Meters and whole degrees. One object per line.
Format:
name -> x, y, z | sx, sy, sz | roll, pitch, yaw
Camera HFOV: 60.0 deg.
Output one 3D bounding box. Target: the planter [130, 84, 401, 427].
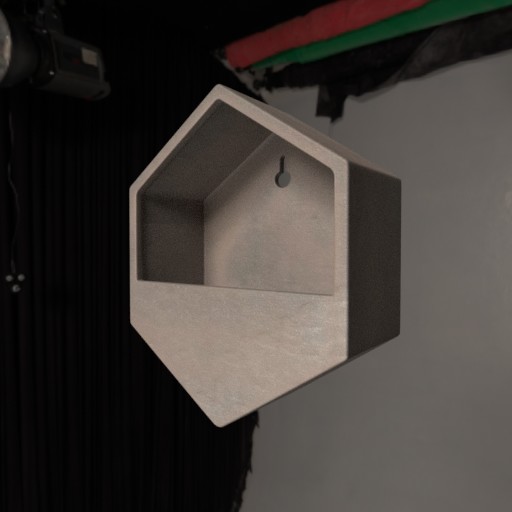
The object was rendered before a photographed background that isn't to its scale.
planter -> 0.000, 0.000, 0.297 | 0.169, 0.206, 0.077 | 1, 2, 37
